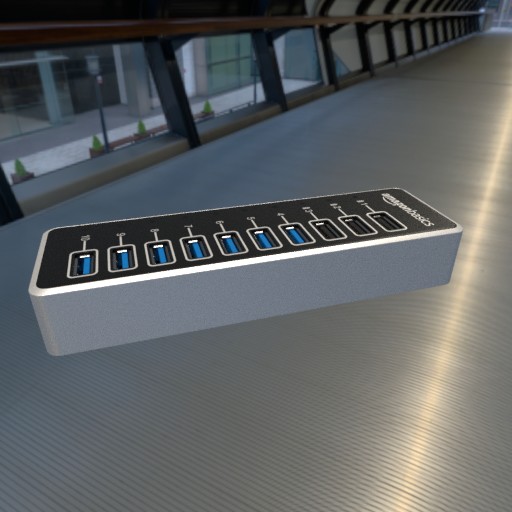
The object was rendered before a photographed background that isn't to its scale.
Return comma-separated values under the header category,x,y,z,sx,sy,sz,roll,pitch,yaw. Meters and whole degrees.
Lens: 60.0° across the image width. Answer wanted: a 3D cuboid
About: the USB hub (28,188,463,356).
category,x,y,z,sx,sy,sz,roll,pitch,yaw
USB hub,0.000,0.000,0.163,0.145,0.023,0.044,-8,31,-14
